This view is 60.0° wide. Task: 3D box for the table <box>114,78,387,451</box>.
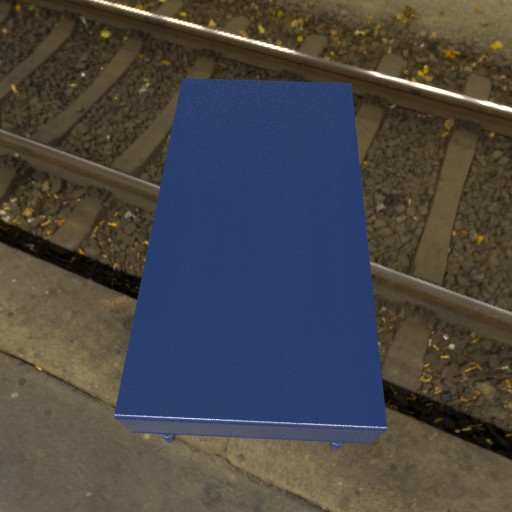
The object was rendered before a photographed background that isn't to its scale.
[{"bbox_3d":[0.000,0.000,1.360,0.572,0.457,1.067,2,59,1],"label":"table"}]
